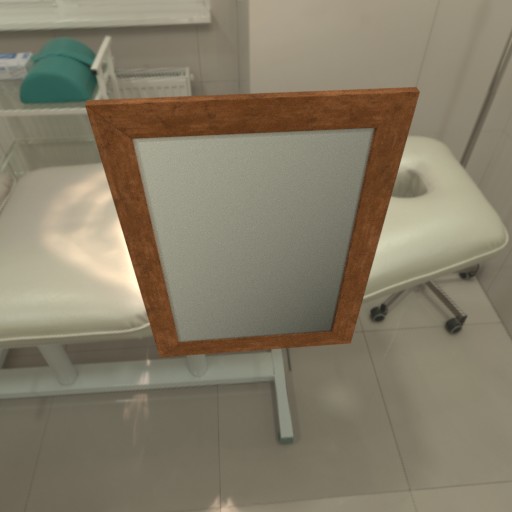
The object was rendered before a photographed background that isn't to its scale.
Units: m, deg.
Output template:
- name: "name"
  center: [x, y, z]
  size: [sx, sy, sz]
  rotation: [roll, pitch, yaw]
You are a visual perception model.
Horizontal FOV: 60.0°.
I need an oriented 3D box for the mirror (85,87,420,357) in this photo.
- name: "mirror"
  center: [0.000, 0.000, 1.451]
  size: [0.796, 1.099, 0.028]
  rotation: [-3, 46, -3]
